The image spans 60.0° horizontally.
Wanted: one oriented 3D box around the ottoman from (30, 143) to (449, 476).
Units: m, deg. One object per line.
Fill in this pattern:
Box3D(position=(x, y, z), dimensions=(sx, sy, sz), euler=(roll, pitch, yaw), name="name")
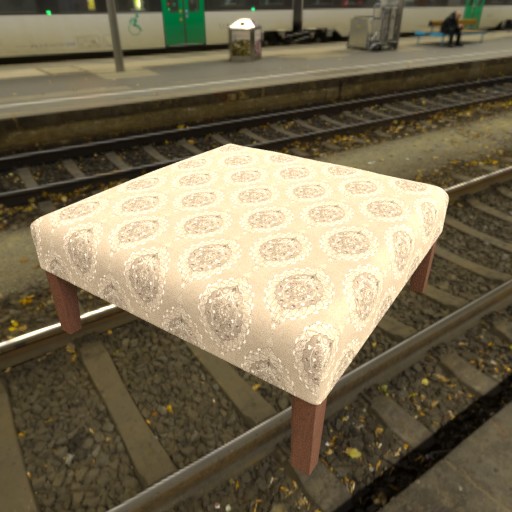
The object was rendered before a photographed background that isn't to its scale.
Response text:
Box3D(position=(0.000, 0.000, 1.374), dimensions=(0.889, 0.411, 0.890), euler=(19, 35, 29), name="ottoman")
